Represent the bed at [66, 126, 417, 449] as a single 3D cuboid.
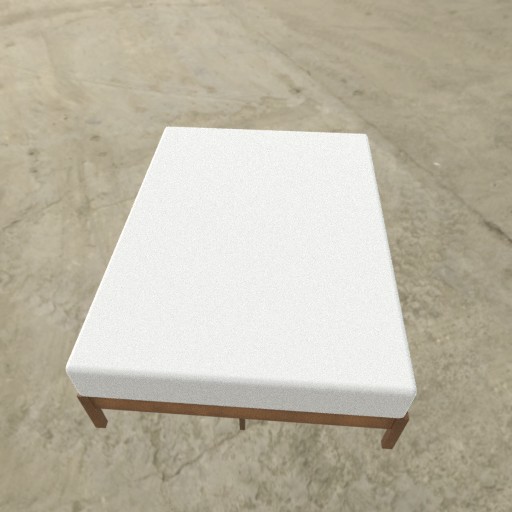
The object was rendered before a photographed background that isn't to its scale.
[{"bbox_3d":[0.000,0.000,2.773,1.529,0.593,2.050,3,46,3],"label":"bed"}]
